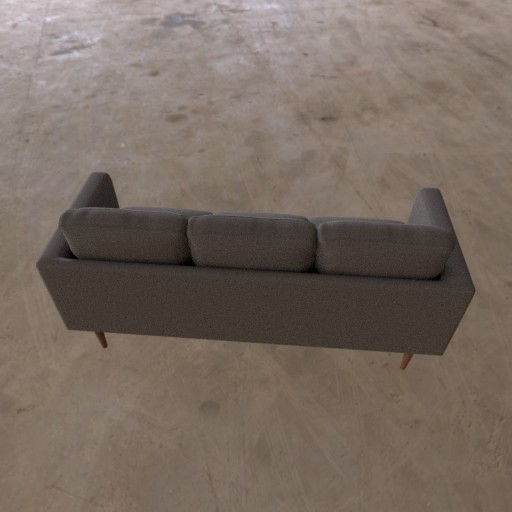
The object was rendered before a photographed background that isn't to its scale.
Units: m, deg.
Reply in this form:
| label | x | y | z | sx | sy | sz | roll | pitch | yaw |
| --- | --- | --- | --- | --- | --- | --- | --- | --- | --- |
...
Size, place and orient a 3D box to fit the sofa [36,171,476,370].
| label | x | y | z | sx | sy | sz | roll | pitch | yaw |
| --- | --- | --- | --- | --- | --- | --- | --- | --- | --- |
| sofa | 0.000 | 0.000 | 2.461 | 2.029 | 0.912 | 0.802 | 3 | 45 | 3 |
